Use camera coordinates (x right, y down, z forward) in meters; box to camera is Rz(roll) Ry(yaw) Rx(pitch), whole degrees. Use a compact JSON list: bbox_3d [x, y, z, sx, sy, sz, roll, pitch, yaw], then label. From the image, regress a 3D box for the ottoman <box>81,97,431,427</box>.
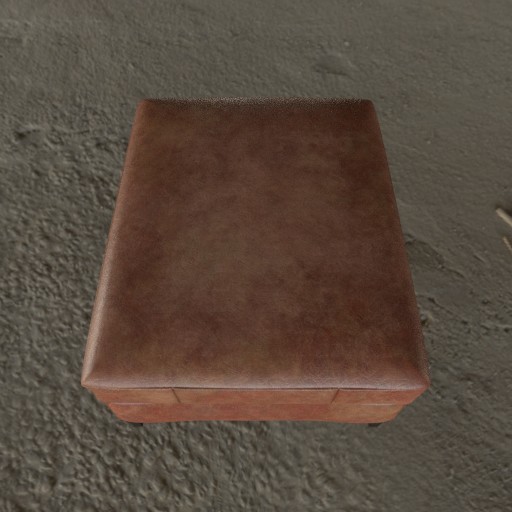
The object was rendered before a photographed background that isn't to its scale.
[{"bbox_3d":[0.000,0.000,1.718,0.965,0.667,1.186,0,58,0],"label":"ottoman"}]
